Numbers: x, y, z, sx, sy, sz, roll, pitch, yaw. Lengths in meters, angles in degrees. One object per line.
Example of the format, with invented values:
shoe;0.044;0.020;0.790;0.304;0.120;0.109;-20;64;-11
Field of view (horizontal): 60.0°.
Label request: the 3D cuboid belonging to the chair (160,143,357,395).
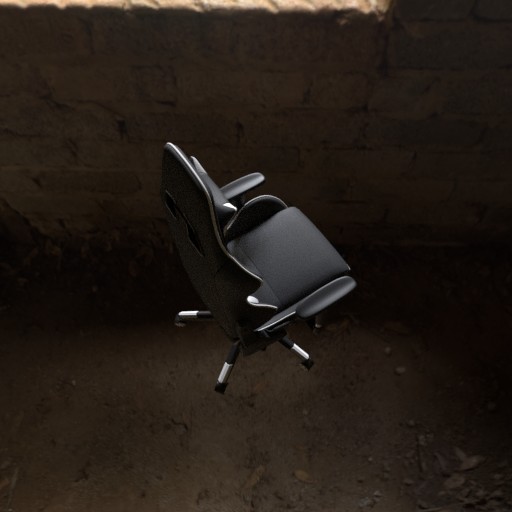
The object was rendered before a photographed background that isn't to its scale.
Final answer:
chair;0.000;0.000;1.683;0.700;1.240;0.700;-29;63;-17
